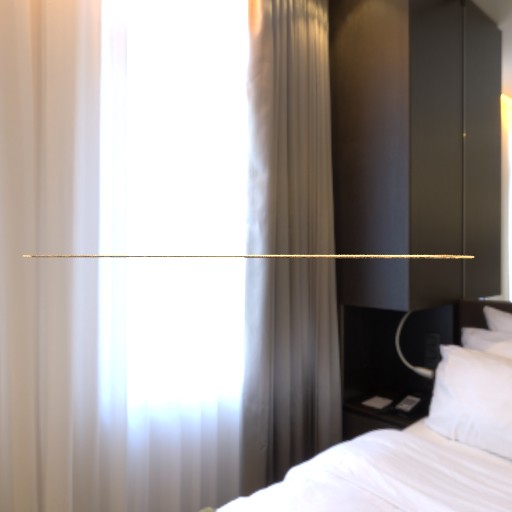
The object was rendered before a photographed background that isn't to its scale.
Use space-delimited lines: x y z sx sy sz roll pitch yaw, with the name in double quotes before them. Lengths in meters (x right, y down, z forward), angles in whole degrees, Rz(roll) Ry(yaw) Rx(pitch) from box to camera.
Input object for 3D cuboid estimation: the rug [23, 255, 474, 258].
"rug" 0.000 0.000 4.168 3.422 0.015 2.143 0 0 18
